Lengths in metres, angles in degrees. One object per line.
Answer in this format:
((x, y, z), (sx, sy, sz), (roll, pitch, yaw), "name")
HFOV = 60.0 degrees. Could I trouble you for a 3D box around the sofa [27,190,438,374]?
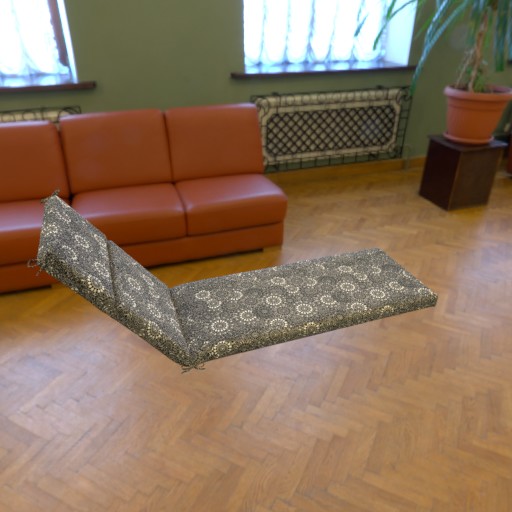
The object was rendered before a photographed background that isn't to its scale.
((0.000, 0.000, 1.939), (1.663, 0.622, 0.582), (-10, 32, -17), "sofa")
